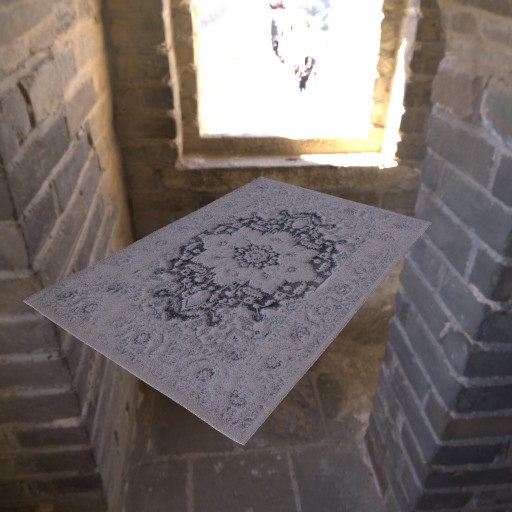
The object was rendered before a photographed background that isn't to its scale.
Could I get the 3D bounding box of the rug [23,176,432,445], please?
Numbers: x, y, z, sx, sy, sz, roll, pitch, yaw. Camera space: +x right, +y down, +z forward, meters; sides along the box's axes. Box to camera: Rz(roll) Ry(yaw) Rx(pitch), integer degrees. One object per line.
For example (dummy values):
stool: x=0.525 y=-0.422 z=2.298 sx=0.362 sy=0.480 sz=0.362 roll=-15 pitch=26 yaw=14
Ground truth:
rug: x=0.000 y=0.000 z=2.261 sx=1.223 sy=0.008 sz=1.813 roll=21 pitch=37 yaw=30
